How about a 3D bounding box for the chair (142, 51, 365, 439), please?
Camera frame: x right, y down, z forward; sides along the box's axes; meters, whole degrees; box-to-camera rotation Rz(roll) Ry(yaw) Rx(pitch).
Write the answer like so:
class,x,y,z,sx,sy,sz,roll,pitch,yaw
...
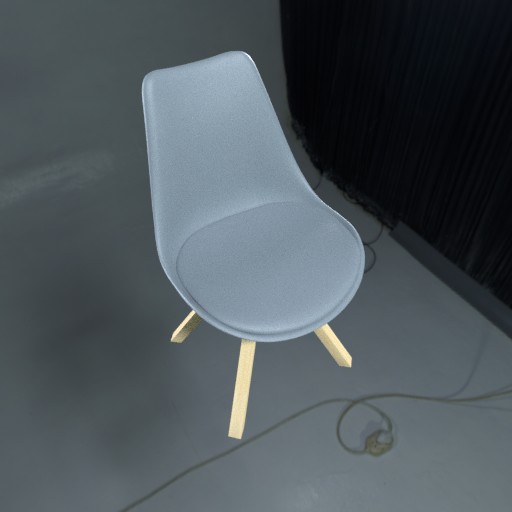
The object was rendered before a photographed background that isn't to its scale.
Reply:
class,x,y,z,sx,sy,sz,roll,pitch,yaw
chair,0.000,0.000,1.173,0.485,0.850,0.549,-25,51,-22
